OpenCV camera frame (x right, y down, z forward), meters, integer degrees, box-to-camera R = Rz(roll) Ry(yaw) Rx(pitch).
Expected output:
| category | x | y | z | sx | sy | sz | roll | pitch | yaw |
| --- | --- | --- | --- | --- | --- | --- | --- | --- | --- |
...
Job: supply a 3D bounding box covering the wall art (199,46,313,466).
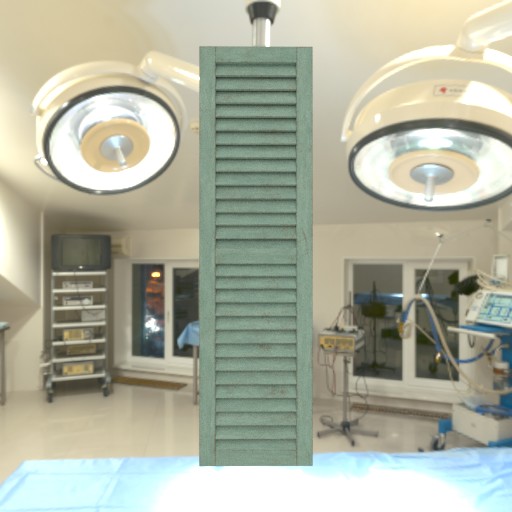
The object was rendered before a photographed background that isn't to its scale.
| category | x | y | z | sx | sy | sz | roll | pitch | yaw |
| --- | --- | --- | --- | --- | --- | --- | --- | --- | --- |
| wall art | 0.000 | 0.000 | 1.299 | 0.329 | 1.219 | 0.025 | 0 | 0 | -1 |
